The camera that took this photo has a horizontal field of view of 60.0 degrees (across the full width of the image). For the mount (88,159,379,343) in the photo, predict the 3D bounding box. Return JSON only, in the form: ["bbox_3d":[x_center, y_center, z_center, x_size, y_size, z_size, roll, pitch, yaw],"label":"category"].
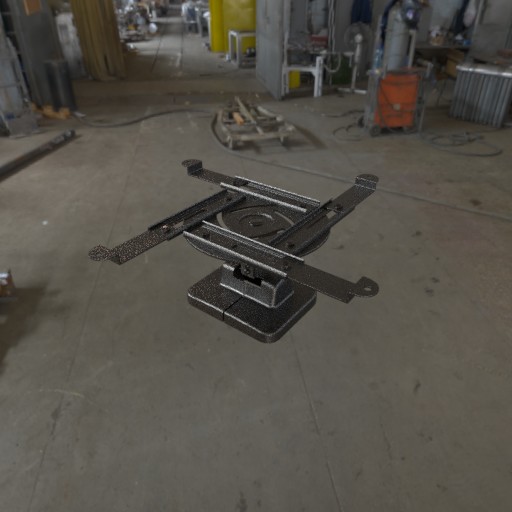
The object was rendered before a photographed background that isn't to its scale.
[{"bbox_3d":[0.000,0.000,0.603,0.394,0.141,0.394,22,39,31],"label":"mount"}]
